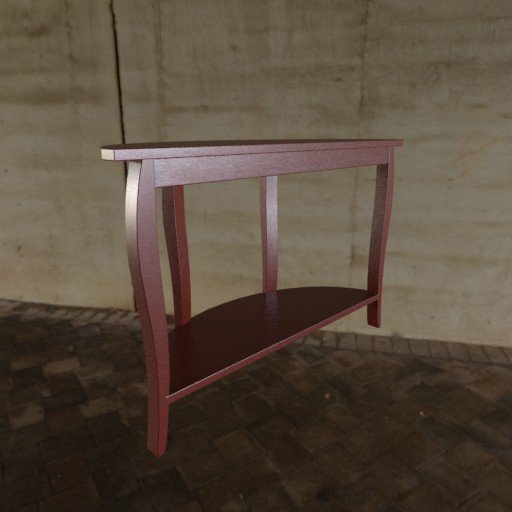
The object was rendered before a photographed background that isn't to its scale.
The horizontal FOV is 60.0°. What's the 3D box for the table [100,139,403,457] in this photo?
[{"bbox_3d":[0.000,0.000,1.557,1.219,0.779,0.405,-15,22,-43],"label":"table"}]
